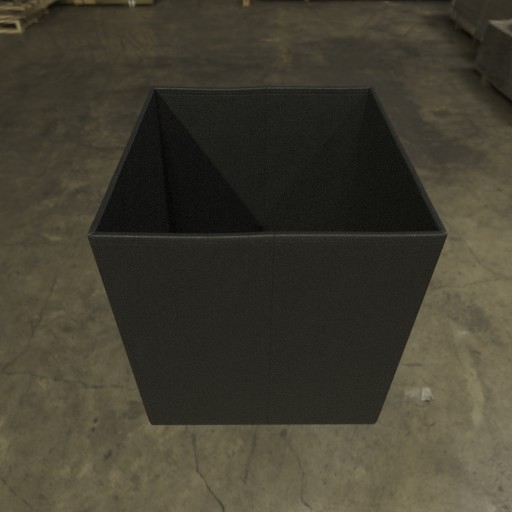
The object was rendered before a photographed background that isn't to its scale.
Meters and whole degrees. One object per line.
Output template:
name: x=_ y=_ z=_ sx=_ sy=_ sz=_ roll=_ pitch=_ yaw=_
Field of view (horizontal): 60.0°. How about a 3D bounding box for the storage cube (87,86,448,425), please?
storage cube: x=0.000 y=0.000 z=0.498 sx=0.270 sy=0.280 sz=0.270 roll=0 pitch=42 yaw=0
